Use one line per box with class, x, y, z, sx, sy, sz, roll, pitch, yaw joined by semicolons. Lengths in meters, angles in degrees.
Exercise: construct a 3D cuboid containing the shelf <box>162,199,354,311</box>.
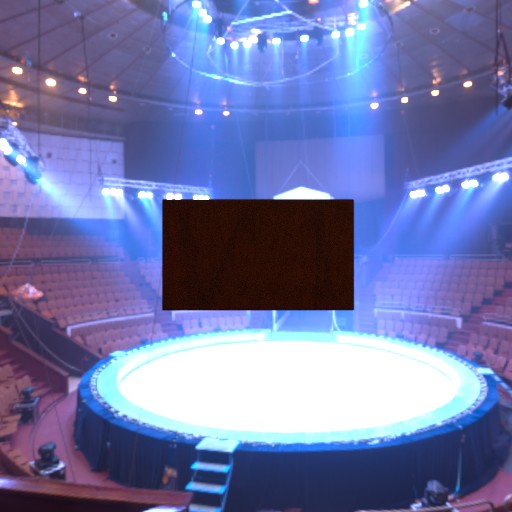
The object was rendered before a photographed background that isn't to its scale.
shelf;0.000;0.000;0.654;0.152;0.088;0.607;0;0;0
